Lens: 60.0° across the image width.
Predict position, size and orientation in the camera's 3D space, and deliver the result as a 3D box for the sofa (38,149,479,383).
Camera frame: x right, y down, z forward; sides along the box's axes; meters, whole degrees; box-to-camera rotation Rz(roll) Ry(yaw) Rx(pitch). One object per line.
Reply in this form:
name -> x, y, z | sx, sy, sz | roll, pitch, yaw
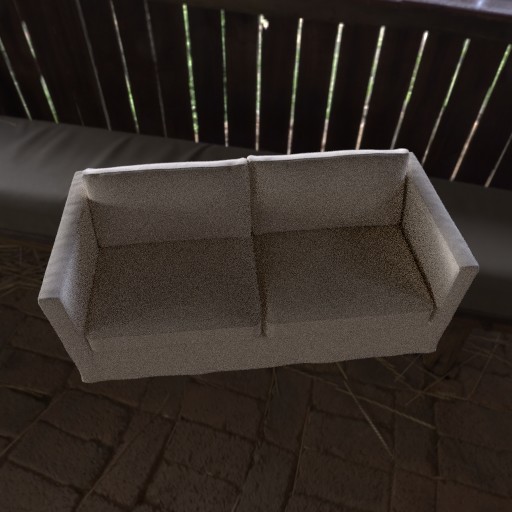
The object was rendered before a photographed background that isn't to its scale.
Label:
sofa -> 0.000, 0.000, 2.457 | 1.987, 0.870, 0.940 | -4, 48, -4
